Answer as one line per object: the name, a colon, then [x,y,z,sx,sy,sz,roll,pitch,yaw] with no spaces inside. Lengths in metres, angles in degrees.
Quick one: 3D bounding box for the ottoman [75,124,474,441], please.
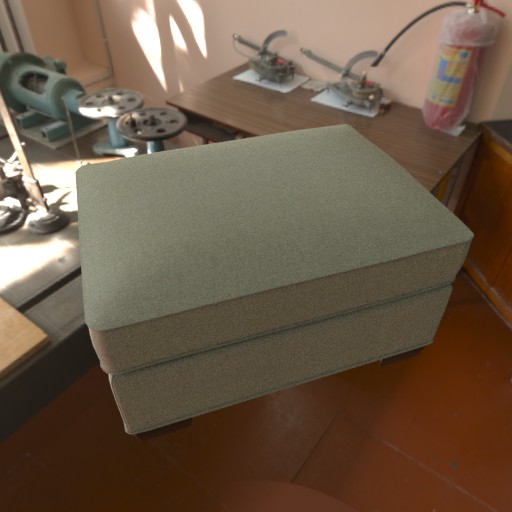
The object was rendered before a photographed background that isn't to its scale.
ottoman: [0.000,0.000,1.221,0.843,0.504,0.619,-13,43,-14]
